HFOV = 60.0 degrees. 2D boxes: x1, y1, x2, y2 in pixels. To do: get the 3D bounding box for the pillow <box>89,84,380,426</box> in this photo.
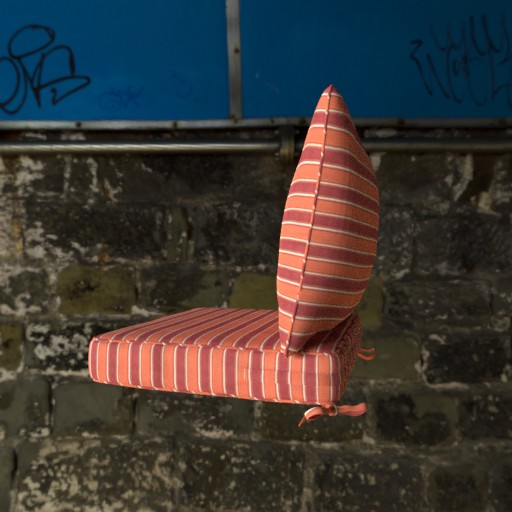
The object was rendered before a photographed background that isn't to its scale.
[{"bbox_3d":[0.000,0.000,1.366,0.733,0.723,0.799,0,0,17],"label":"pillow"}]
